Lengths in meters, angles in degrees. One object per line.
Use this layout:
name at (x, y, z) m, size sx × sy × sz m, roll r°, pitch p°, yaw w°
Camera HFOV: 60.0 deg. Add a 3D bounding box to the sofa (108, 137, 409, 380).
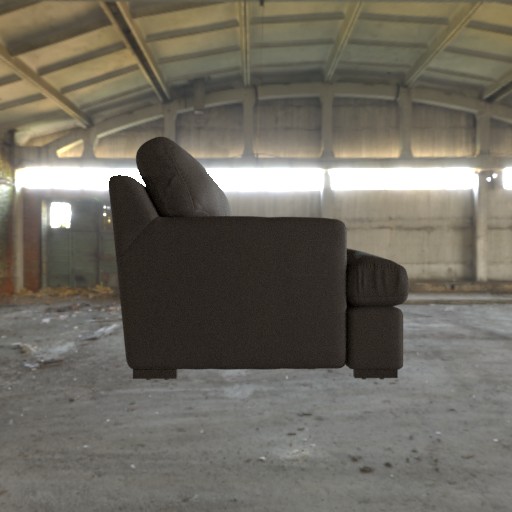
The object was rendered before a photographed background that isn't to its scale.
sofa at (0.000, 0.000, 2.556) m, size 1.143 × 0.940 × 1.880 m, roll 0°, pitch 0°, yaw -1°
